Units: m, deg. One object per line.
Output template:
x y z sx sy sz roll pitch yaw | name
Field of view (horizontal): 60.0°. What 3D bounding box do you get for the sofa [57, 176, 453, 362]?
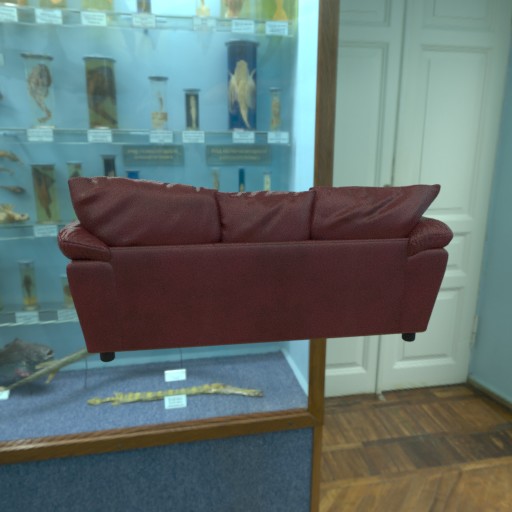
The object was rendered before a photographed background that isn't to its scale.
0.000 0.000 2.942 2.390 1.091 0.907 -2 14 -8 | sofa
